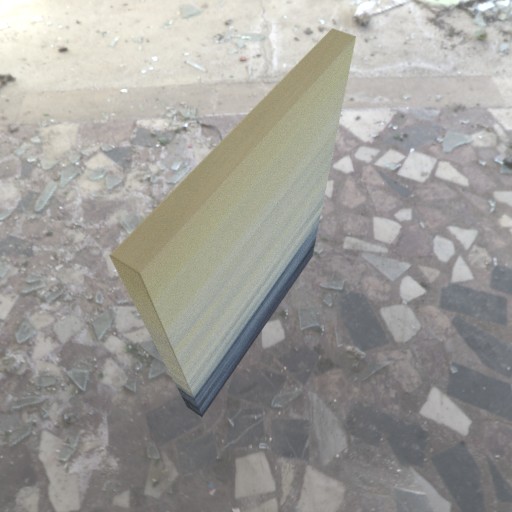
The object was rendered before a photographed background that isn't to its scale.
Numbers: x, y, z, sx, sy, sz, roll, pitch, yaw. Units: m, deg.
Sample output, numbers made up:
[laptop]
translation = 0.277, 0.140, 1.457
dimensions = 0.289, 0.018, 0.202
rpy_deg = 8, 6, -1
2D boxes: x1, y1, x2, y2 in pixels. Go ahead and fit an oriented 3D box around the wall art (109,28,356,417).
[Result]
[wall art]
translation = 0.000, 0.000, 0.812
dimensions = 0.040, 0.608, 0.489
rpy_deg = 29, 62, 17
